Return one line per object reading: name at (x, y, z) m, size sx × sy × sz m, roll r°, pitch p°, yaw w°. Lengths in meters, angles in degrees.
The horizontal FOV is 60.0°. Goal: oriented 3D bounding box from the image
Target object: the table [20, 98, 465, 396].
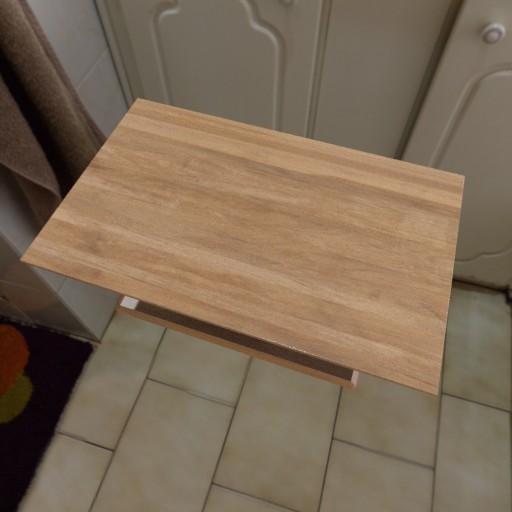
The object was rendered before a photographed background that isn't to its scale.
table at (0.000, 0.000, 1.450) m, size 1.100 × 0.441 × 0.692 m, roll 16°, pitch 60°, yaw 10°
